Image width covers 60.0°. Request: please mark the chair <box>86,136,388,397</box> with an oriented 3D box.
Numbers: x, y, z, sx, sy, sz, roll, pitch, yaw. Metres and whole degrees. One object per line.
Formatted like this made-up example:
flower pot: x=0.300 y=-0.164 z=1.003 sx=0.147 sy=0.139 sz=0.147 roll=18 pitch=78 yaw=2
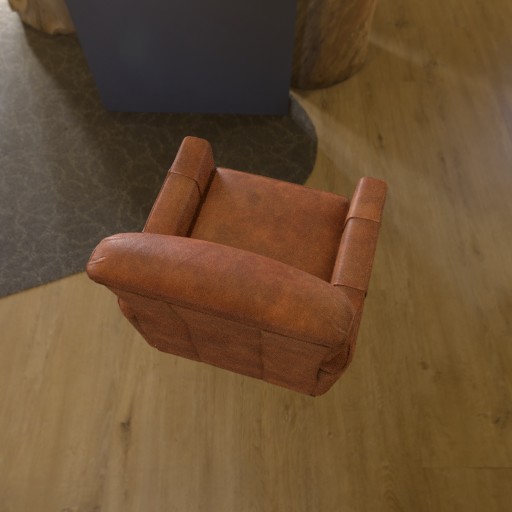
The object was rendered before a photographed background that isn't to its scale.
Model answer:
chair: x=0.000 y=0.000 z=1.677 sx=0.843 sy=1.043 sz=0.836 roll=15 pitch=63 yaw=8
